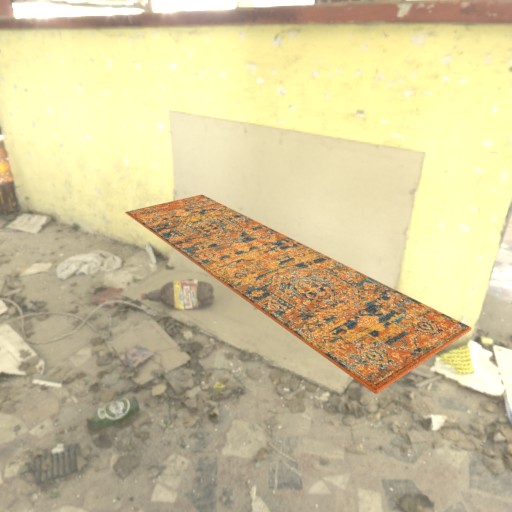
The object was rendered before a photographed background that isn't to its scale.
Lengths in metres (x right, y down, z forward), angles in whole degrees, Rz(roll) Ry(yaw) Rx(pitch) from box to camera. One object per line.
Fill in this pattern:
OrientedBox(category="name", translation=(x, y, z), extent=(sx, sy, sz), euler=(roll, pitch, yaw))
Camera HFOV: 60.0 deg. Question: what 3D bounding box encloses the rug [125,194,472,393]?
OrientedBox(category="rug", translation=(0.000, 0.000, 2.570), extent=(0.651, 0.016, 2.274), euler=(-19, 32, -33))
